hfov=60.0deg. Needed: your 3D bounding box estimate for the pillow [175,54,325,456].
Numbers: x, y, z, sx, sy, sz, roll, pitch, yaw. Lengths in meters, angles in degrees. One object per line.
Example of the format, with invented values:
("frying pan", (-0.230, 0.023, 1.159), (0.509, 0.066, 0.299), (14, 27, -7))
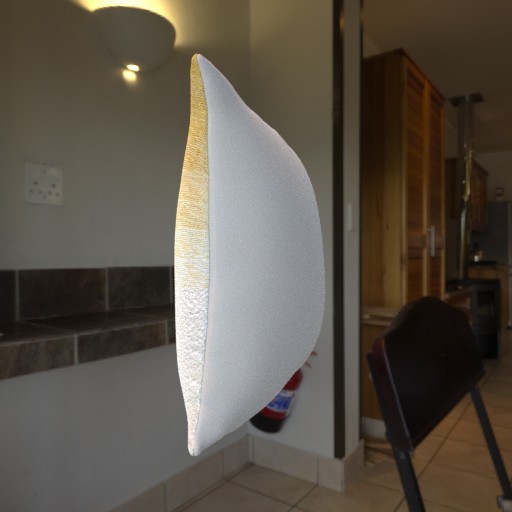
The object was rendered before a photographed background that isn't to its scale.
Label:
("pillow", (0.000, 0.000, 0.697), (0.211, 0.450, 0.450), (0, 0, 17))
